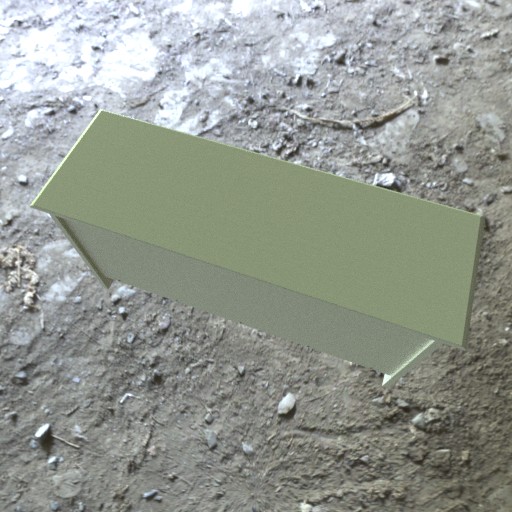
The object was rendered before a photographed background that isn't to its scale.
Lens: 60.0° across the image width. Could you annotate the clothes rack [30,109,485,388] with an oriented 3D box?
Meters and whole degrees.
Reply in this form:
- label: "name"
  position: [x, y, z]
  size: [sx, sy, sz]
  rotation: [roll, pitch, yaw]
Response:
- label: "clothes rack"
  position: [0.000, 0.000, 1.480]
  size: [1.218, 0.558, 0.405]
  rotation: [18, 63, 9]
